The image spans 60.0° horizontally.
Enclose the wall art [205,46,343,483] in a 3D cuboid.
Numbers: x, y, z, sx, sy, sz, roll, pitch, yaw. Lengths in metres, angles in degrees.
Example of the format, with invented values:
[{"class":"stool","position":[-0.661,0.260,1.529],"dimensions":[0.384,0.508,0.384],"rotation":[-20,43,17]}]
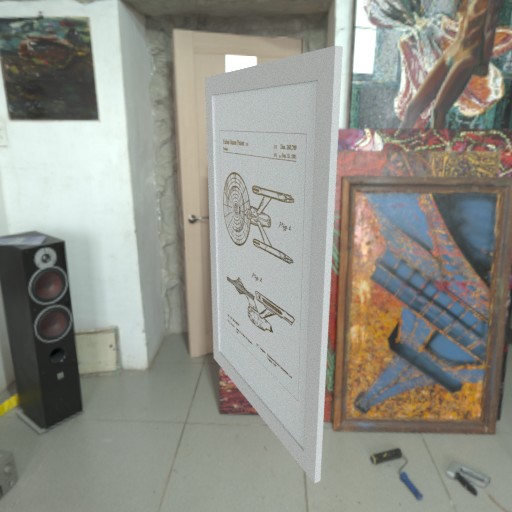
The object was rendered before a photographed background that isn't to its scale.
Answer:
[{"class":"wall art","position":[0.000,0.000,0.831],"dimensions":[0.011,0.659,0.454],"rotation":[-8,19,-25]}]
